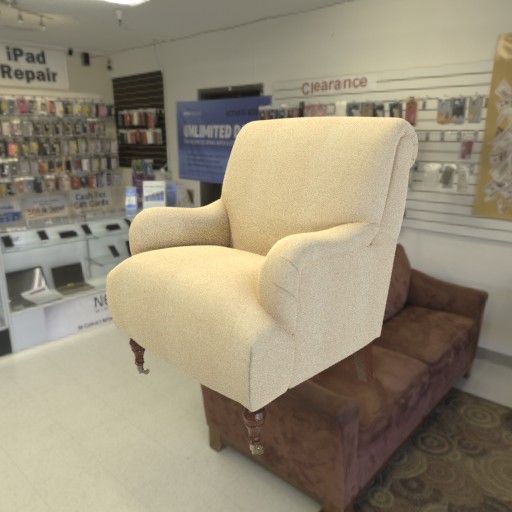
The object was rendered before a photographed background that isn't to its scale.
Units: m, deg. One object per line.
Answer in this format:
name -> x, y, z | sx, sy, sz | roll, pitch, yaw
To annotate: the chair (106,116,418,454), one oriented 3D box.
chair -> 0.000, 0.000, 1.554 | 0.842, 0.944, 0.766 | -15, 22, -43
